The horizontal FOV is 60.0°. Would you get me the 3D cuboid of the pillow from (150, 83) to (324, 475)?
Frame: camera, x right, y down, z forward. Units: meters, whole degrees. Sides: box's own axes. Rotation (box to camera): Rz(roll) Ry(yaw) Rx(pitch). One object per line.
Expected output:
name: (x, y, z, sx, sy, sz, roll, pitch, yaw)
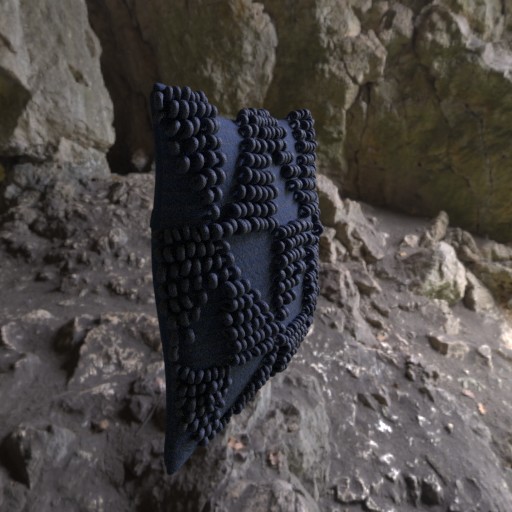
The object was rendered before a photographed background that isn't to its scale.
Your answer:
pillow: (0.000, 0.000, 0.698, 0.172, 0.466, 0.469, 7, 16, 25)
